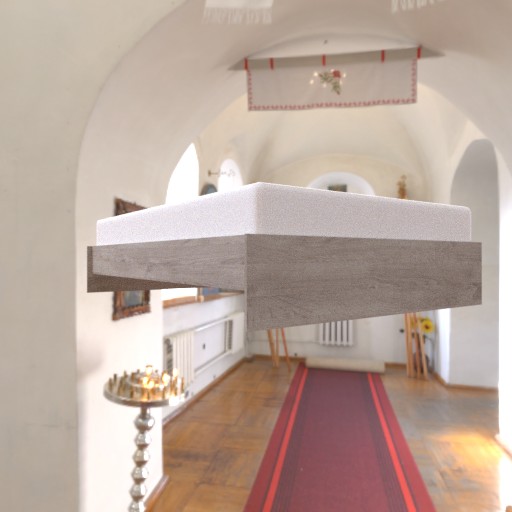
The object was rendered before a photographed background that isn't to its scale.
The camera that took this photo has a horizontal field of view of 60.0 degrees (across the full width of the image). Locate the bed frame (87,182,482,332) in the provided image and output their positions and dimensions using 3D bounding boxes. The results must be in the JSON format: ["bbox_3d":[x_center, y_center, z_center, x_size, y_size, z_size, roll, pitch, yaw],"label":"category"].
[{"bbox_3d":[0.000,0.000,2.638,1.445,0.497,1.945,0,0,-35],"label":"bed frame"}]
